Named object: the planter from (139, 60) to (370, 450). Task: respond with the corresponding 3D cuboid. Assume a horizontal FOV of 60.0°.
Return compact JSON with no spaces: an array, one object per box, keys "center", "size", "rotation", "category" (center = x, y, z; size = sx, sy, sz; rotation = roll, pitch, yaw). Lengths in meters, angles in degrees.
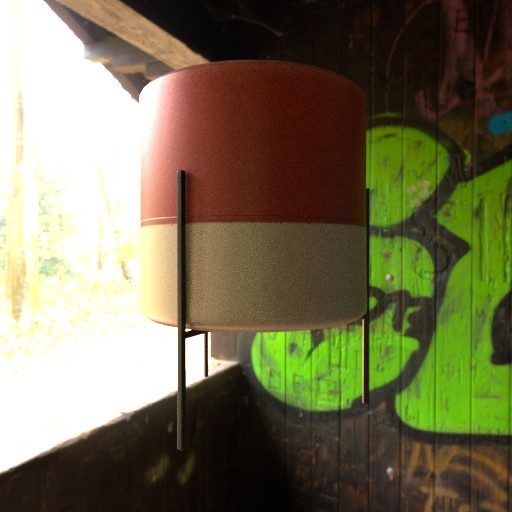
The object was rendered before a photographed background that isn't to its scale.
[{"center":[0.000,0.000,0.691],"size":[0.354,0.465,0.345],"rotation":[0,1,-1],"category":"planter"}]
